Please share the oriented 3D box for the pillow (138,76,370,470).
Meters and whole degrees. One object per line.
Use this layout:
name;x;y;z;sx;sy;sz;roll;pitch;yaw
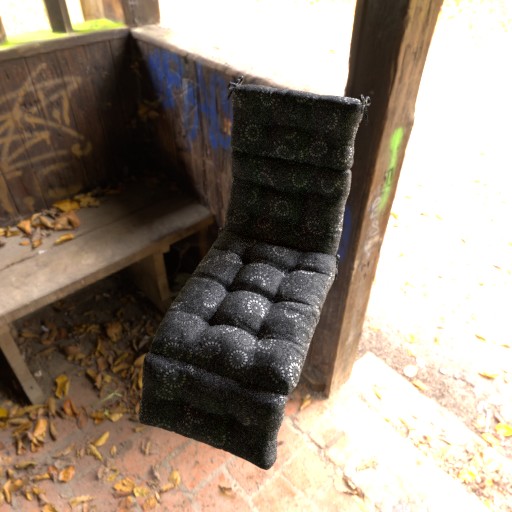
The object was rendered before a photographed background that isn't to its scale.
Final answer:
pillow;0.000;0.000;1.521;0.526;0.863;1.016;14;43;15
